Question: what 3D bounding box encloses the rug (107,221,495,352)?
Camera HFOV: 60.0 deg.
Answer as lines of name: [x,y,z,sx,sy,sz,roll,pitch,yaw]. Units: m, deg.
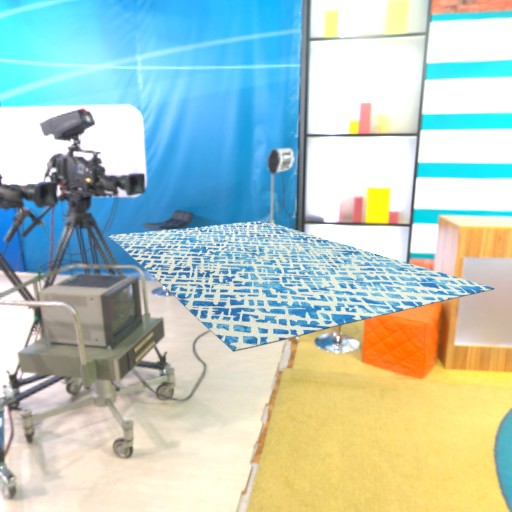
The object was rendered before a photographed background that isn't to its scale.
rug: [0.000,0.000,3.013,1.520,0.011,2.447,-7,16,-28]
